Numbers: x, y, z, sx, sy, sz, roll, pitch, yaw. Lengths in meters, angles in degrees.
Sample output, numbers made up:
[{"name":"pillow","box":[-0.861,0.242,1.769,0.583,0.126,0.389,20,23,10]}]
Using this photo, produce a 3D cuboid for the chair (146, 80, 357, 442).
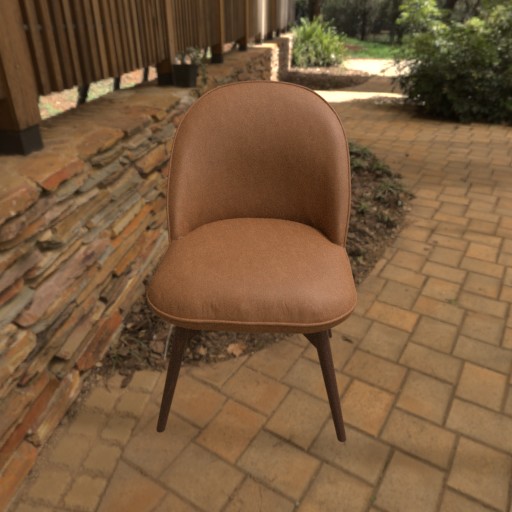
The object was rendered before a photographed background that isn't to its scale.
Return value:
[{"name":"chair","box":[0.000,0.000,1.229,0.521,0.831,0.631,2,29,3]}]
